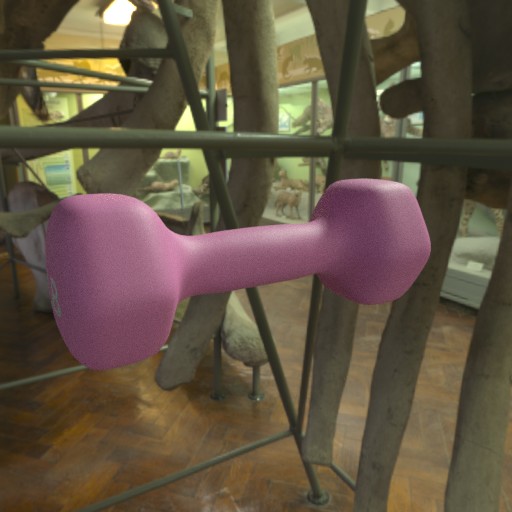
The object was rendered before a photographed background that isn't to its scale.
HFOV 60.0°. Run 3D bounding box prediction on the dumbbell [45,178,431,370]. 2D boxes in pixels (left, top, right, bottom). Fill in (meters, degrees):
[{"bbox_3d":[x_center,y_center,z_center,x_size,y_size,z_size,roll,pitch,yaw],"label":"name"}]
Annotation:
[{"bbox_3d":[0.000,0.000,0.186,0.159,0.058,0.064,-8,17,-28],"label":"dumbbell"}]
